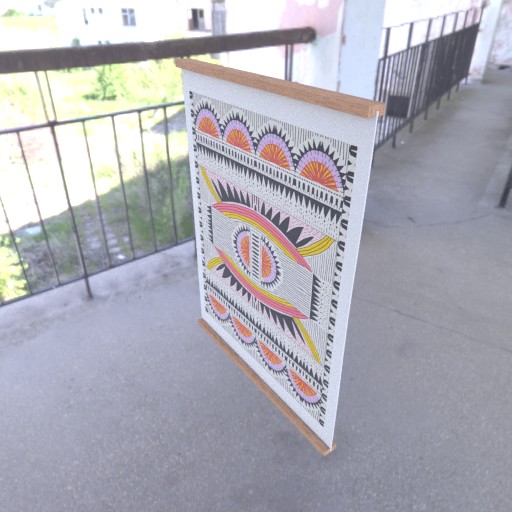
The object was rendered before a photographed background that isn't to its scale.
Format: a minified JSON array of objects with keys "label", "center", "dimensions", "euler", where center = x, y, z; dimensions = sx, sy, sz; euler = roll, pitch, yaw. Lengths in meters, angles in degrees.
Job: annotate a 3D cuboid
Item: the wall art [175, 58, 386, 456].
[{"label":"wall art","center":[0.000,0.000,0.800],"dimensions":[0.028,0.609,0.456],"euler":[-21,37,-30]}]
